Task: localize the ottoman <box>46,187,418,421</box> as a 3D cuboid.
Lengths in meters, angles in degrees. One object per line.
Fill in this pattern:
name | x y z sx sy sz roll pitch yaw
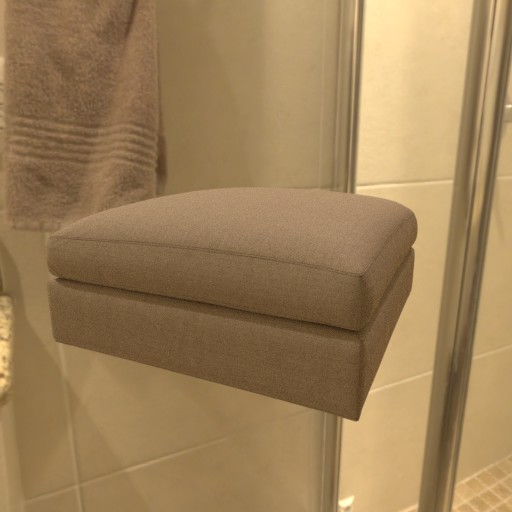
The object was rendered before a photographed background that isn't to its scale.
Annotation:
ottoman | 0.000 0.000 1.649 1.041 0.470 1.041 7 16 25
